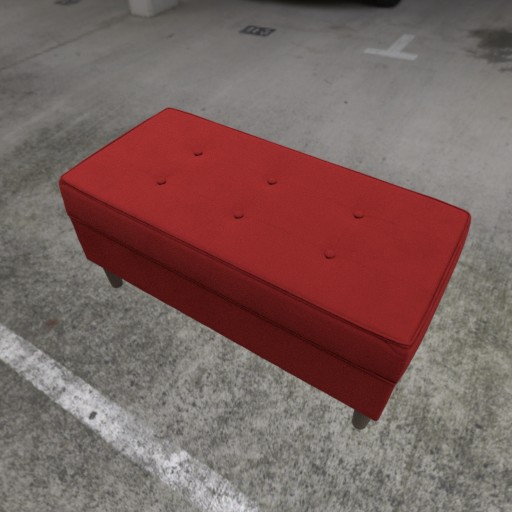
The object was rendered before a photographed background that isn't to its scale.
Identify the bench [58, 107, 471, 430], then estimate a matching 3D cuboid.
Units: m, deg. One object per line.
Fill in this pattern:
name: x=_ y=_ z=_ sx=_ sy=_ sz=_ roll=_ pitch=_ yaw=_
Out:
bench: x=0.000 y=0.000 z=1.319 sx=1.016 sy=0.471 sz=0.492 roll=25 pitch=52 yaw=22
